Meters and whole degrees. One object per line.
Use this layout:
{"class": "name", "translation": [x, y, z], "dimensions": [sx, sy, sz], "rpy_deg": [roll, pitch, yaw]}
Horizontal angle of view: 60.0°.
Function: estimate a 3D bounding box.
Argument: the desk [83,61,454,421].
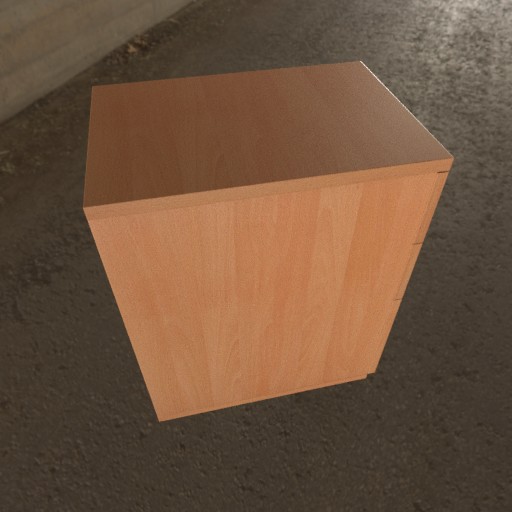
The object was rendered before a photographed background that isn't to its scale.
{"class": "desk", "translation": [0.000, 0.000, 1.080], "dimensions": [0.600, 0.730, 0.404], "rpy_deg": [-9, 46, -9]}
